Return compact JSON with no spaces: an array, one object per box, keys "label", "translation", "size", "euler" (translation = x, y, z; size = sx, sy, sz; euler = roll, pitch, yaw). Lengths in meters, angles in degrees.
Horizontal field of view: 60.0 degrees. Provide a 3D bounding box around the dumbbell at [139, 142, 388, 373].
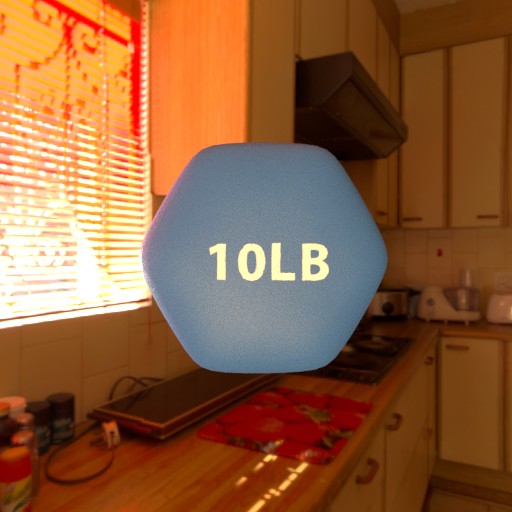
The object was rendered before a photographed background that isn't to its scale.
[{"label":"dumbbell","translation":[0.000,0.000,0.268],"size":[0.103,0.093,0.212],"euler":[0,1,-1]}]
